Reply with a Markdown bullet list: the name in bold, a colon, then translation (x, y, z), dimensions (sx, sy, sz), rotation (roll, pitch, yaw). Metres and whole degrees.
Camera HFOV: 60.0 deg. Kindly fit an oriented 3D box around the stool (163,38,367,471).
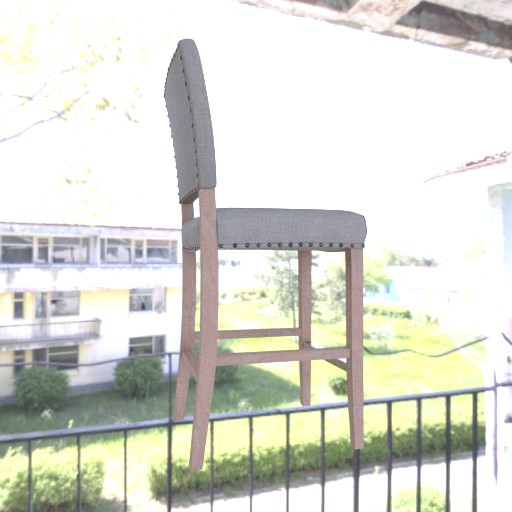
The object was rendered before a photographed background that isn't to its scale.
- **stool**: translation (0.000, 0.000, 1.469), dimensions (0.585, 1.173, 0.445), rotation (0, 0, -17)
